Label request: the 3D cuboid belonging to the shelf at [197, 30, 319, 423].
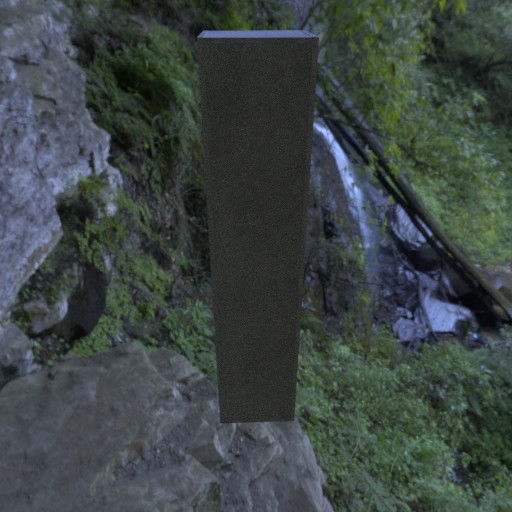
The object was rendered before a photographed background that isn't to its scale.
[{"bbox_3d":[0.000,0.000,1.557,0.300,1.400,0.270,-1,30,-2],"label":"shelf"}]
